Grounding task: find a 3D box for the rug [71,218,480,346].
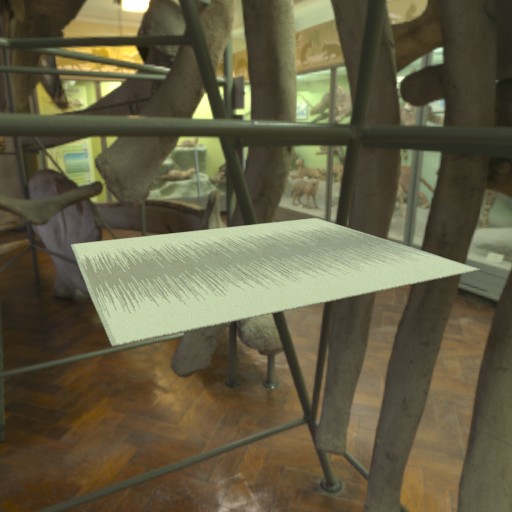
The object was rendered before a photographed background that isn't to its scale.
[{"bbox_3d":[0.000,0.000,4.147,3.037,0.010,2.453,-8,18,-26],"label":"rug"}]
